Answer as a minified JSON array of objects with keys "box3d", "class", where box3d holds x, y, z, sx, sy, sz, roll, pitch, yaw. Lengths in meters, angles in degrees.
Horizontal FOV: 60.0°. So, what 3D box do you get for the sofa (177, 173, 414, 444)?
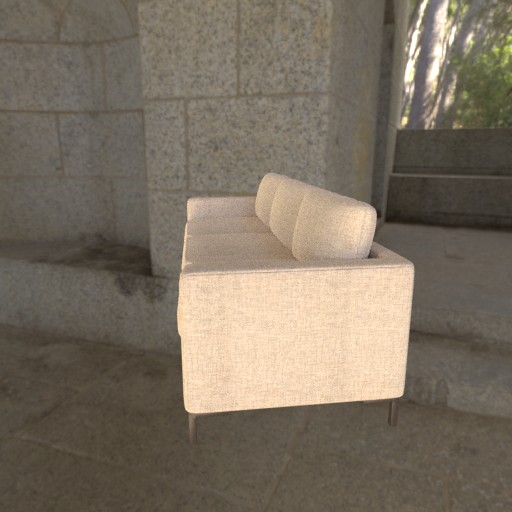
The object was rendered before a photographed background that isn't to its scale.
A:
[{"box3d":[0.000,0.000,2.632,0.859,0.874,2.218,-2,14,-8],"class":"sofa"}]
